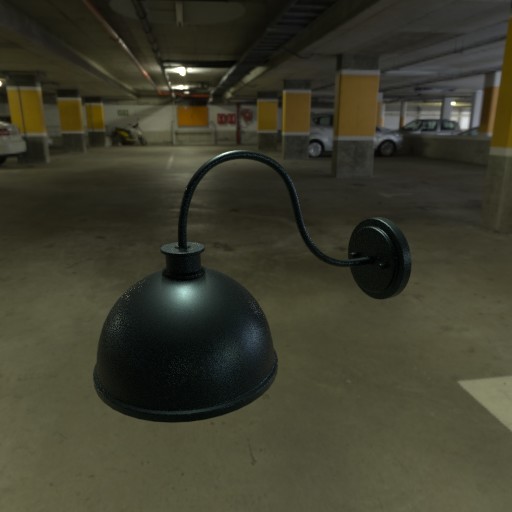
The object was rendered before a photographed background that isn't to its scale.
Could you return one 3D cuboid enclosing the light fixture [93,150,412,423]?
[{"bbox_3d":[0.000,0.000,0.631,0.467,0.295,0.253,-8,18,-25],"label":"light fixture"}]
